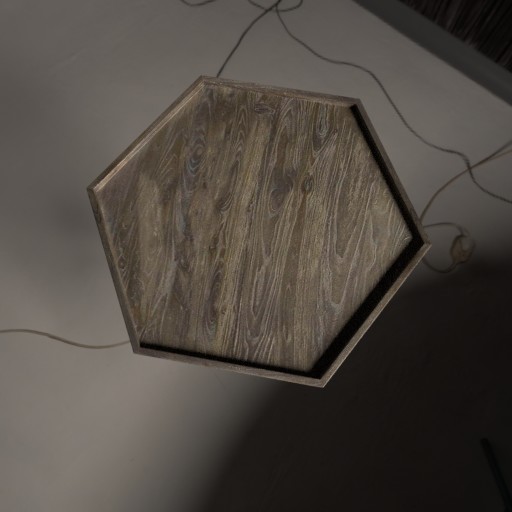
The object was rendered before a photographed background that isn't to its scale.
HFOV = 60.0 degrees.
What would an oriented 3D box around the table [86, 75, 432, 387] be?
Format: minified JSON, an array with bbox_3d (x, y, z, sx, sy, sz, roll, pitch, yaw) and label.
[{"bbox_3d":[0.000,0.000,1.146,0.592,0.586,0.683,39,78,10],"label":"table"}]
